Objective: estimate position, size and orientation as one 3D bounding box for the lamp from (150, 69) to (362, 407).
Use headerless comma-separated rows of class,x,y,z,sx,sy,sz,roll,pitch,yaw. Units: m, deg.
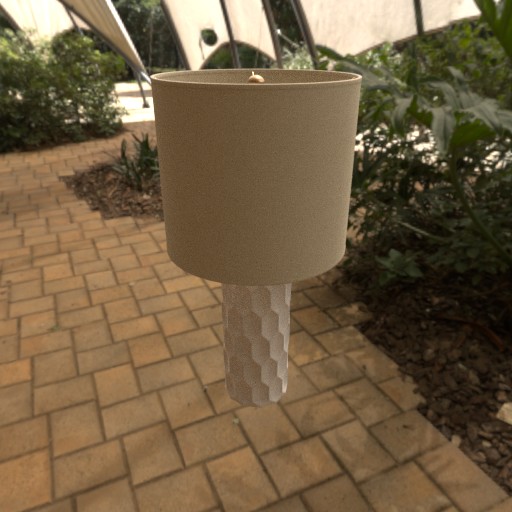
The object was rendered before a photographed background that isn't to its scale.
lamp,0.000,0.000,0.708,0.277,0.537,0.277,18,31,32
